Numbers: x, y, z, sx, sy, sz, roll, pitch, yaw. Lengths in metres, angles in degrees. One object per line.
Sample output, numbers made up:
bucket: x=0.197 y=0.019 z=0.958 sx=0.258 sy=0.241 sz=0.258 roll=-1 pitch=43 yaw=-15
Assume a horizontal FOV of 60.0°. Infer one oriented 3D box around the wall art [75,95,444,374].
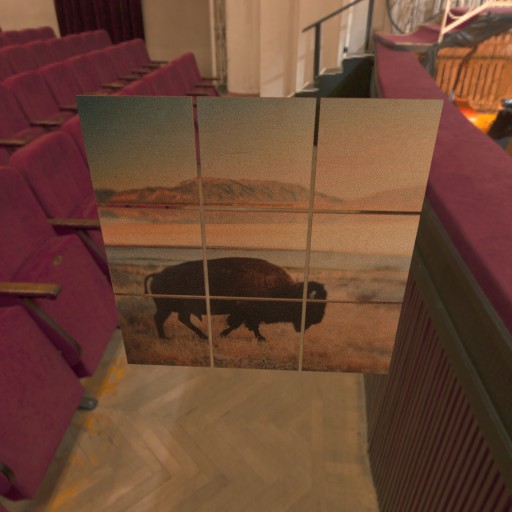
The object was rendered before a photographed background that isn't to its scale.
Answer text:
wall art: x=0.000 y=0.000 z=2.232 sx=1.533 sy=1.532 sz=0.019 roll=2 pitch=30 yaw=3
